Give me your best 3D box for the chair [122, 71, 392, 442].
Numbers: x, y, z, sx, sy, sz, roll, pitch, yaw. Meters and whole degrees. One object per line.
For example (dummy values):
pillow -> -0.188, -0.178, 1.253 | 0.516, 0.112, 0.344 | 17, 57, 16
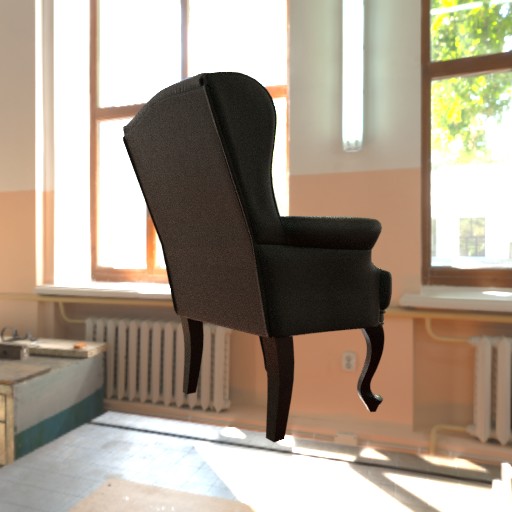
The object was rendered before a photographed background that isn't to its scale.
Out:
chair -> 0.000, 0.000, 1.681 | 0.822, 1.133, 0.831 | 0, 0, -36
